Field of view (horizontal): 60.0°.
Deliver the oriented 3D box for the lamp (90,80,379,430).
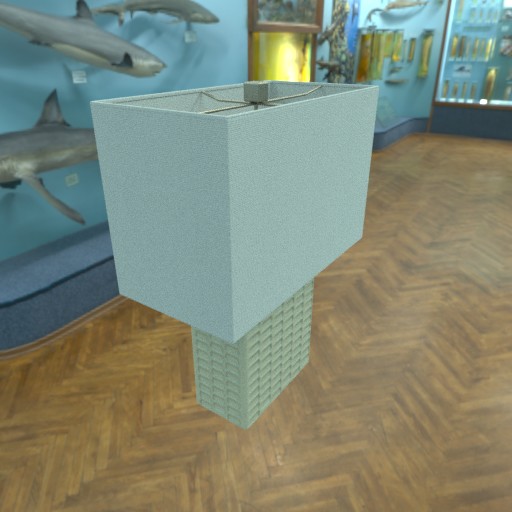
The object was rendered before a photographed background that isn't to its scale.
[{"bbox_3d":[0.000,0.000,0.702,0.200,0.515,0.380,17,31,31],"label":"lamp"}]
